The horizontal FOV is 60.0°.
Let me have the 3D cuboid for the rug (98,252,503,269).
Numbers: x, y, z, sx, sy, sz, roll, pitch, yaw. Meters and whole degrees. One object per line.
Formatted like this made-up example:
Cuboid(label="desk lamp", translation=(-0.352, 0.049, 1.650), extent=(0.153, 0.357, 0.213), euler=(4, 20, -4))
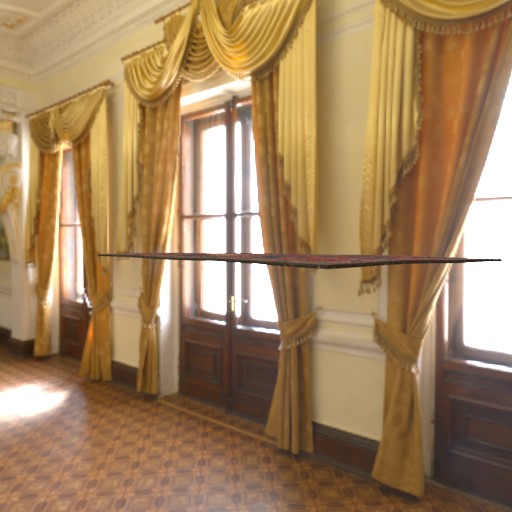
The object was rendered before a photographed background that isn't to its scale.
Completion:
Cuboid(label="rug", translation=(0.000, 0.000, 3.475), extent=(1.522, 0.034, 3.032), euler=(-1, 2, -37))
